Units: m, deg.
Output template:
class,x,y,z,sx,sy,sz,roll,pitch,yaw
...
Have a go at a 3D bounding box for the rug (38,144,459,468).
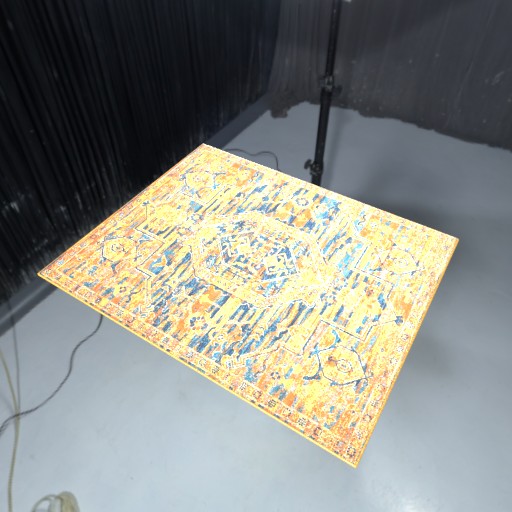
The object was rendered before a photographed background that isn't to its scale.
class,x,y,z,sx,sy,sz,roll,pitch,yaw
rug,0.000,0.000,4.065,3.040,0.031,2.435,25,52,21
